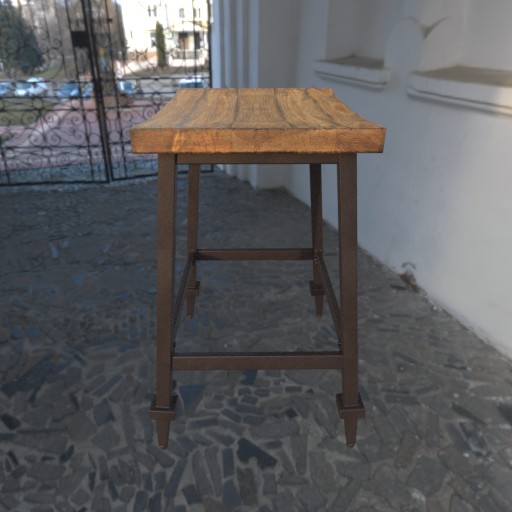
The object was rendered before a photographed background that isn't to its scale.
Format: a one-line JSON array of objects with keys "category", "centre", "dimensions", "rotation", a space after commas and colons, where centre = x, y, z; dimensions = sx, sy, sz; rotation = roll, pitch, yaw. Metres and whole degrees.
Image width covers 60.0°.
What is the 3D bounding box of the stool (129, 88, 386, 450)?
[{"category": "stool", "centre": [0.000, 0.000, 0.947], "dimensions": [0.405, 0.625, 0.486], "rotation": [0, 27, -1]}]
